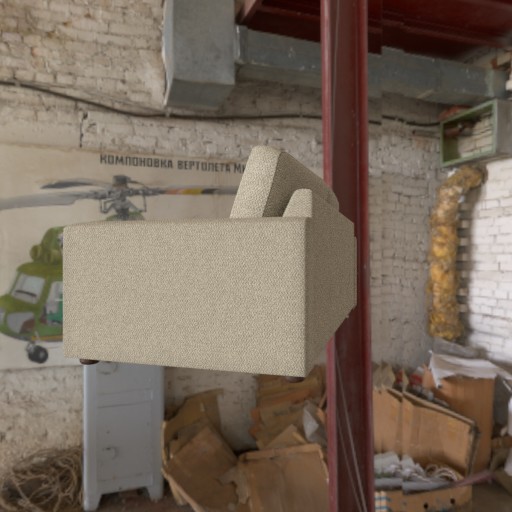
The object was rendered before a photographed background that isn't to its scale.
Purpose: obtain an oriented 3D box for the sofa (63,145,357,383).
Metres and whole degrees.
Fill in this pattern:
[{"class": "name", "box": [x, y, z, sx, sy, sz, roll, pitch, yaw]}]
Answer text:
[{"class": "sofa", "box": [0.000, 0.000, 2.643, 1.016, 0.873, 2.179, 0, 0, 17]}]
